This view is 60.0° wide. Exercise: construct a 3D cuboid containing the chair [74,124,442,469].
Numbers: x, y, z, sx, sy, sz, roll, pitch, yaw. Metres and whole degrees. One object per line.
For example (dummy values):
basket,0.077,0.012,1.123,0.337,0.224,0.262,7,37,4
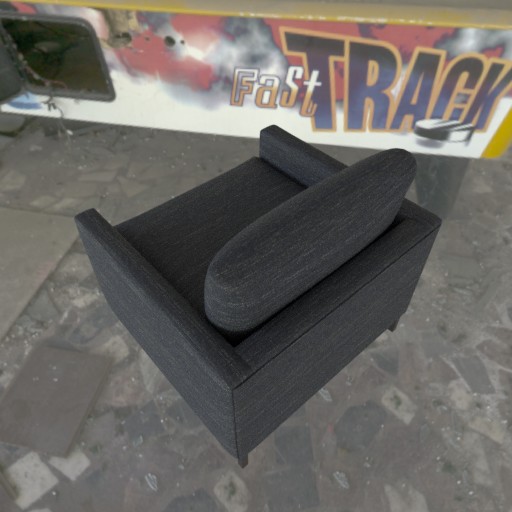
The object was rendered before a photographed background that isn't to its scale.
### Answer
chair,0.000,0.000,1.632,0.963,0.861,0.866,-32,54,-27
